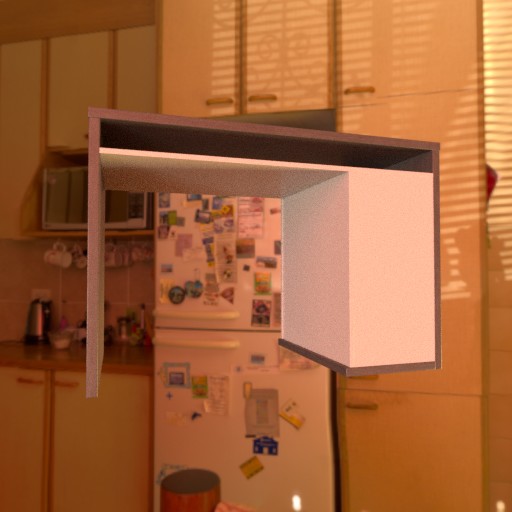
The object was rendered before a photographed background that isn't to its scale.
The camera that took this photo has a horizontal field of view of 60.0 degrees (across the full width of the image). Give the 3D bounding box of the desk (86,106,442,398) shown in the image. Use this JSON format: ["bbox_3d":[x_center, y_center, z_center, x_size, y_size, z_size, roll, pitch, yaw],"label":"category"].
[{"bbox_3d":[0.000,0.000,1.588,1.100,0.750,0.600,0,-2,-18],"label":"desk"}]
